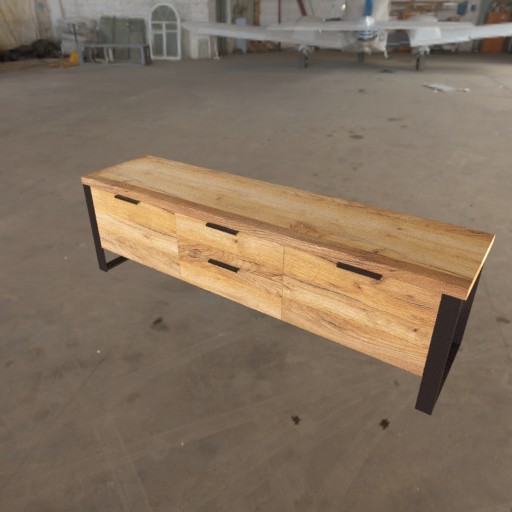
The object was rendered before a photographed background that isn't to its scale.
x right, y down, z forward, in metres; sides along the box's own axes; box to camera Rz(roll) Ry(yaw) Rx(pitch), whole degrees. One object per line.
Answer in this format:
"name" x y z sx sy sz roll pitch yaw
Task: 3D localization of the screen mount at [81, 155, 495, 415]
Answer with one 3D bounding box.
"screen mount" 0.000 0.000 1.713 1.524 0.450 0.395 18 34 30
